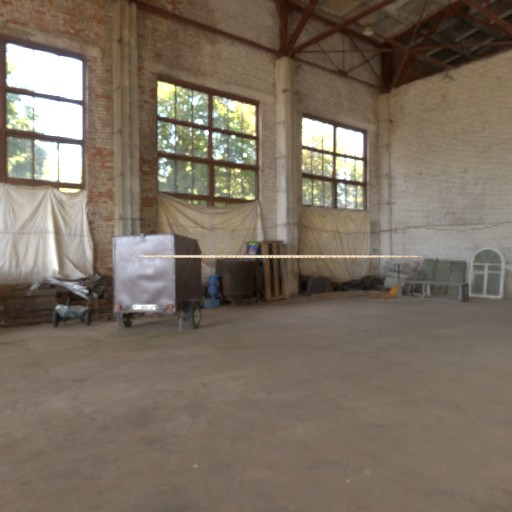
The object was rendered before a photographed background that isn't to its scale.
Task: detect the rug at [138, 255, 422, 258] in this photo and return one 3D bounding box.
[{"bbox_3d":[0.000,0.000,2.995,1.520,0.006,2.432,0,0,-18],"label":"rug"}]
